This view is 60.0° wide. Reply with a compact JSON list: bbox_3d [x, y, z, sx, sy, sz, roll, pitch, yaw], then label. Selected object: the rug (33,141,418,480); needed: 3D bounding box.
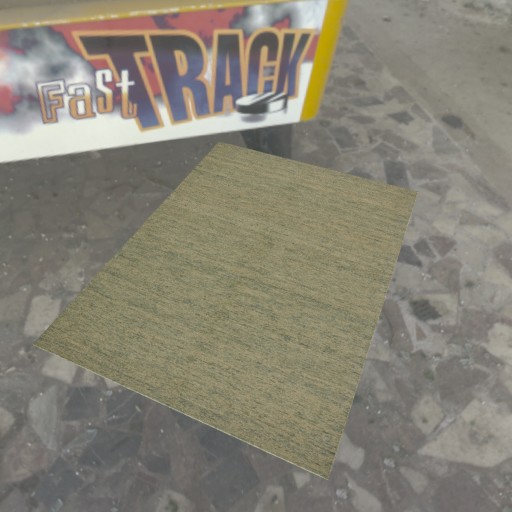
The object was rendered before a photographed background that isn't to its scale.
[{"bbox_3d":[0.000,0.000,4.165,2.437,0.014,3.201,18,49,16],"label":"rug"}]
